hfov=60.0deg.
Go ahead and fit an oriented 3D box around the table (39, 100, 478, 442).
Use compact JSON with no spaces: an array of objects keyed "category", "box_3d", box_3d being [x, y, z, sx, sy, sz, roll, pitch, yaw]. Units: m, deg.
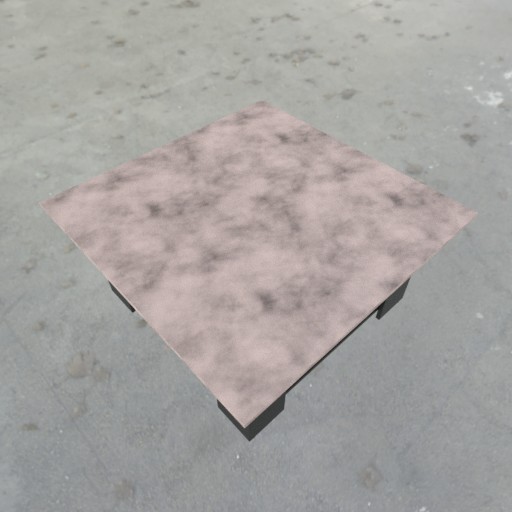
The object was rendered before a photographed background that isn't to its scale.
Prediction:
[{"category":"table","box_3d":[0.000,0.000,1.066,0.670,0.305,0.670,-34,56,-28]}]
